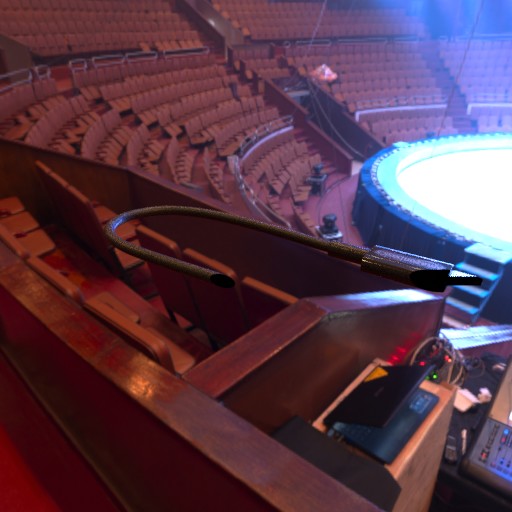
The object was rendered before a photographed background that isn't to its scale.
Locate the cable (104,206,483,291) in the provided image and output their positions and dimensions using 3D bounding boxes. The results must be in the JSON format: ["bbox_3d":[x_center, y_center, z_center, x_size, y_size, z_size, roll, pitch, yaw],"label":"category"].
[{"bbox_3d":[0.000,0.000,0.111,0.098,0.005,0.041,17,31,31],"label":"cable"}]
